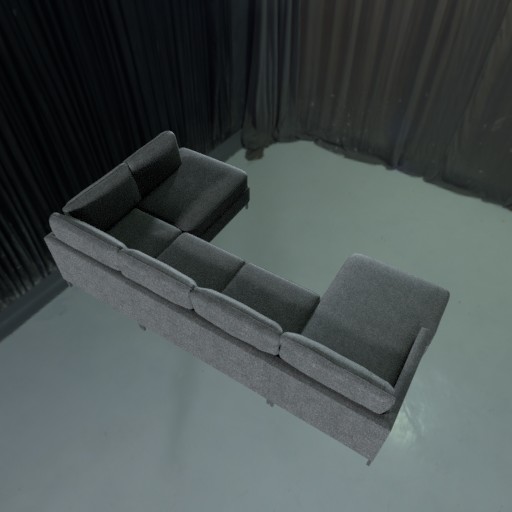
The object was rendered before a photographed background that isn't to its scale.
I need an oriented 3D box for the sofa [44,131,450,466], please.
[{"bbox_3d":[0.000,0.000,4.232,3.423,0.999,2.048,25,52,21],"label":"sofa"}]
